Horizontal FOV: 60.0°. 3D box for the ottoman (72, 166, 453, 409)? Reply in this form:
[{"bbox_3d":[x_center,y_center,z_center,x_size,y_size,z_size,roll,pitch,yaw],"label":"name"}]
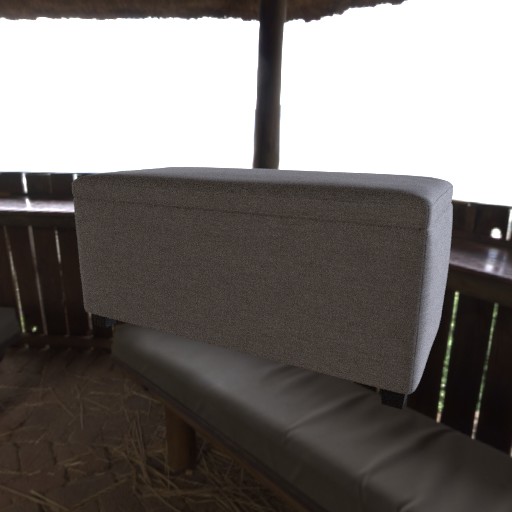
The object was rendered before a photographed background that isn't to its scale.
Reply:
[{"bbox_3d":[0.000,0.000,1.155,0.902,0.432,0.419,8,17,27],"label":"ottoman"}]
